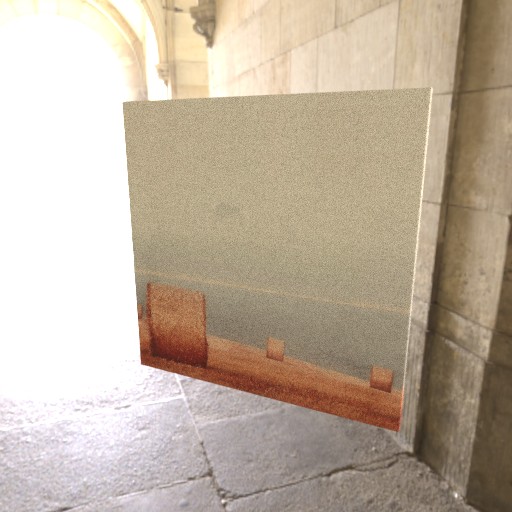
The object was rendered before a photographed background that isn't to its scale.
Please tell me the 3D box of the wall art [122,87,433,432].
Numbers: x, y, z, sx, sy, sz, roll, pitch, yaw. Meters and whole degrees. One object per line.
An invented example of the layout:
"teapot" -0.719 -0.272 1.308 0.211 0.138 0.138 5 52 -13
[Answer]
"wall art" 0.000 0.000 1.117 0.760 0.760 0.042 7 16 24
